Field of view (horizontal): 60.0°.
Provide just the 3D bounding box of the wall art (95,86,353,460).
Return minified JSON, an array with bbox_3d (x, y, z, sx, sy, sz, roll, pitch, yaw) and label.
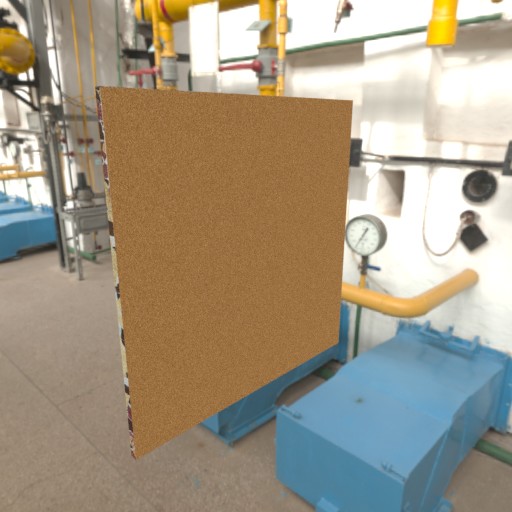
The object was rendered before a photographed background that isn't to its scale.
[{"bbox_3d":[0.000,0.000,0.595,0.404,0.406,0.010,-16,23,-42],"label":"wall art"}]
